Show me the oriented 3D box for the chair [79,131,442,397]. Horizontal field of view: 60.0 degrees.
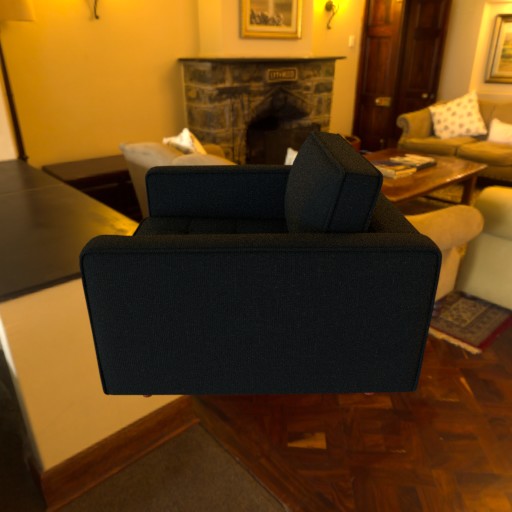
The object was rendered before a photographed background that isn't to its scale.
[{"bbox_3d":[0.000,0.000,1.555,0.920,0.770,0.899,0,25,-1],"label":"chair"}]
